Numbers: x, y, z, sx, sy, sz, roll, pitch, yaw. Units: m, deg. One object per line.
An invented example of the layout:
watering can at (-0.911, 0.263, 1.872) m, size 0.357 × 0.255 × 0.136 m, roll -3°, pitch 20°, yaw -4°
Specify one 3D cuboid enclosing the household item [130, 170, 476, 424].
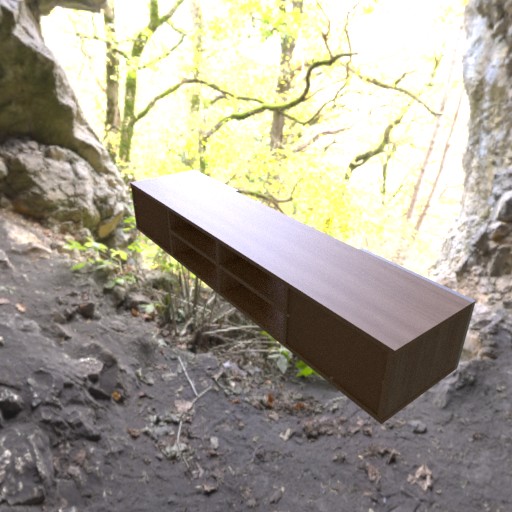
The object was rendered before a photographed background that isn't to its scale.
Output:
household item at (0.000, 0.000, 2.073) m, size 0.420 × 0.310 × 1.850 m, roll -19°, pitch 33°, yaw -32°
